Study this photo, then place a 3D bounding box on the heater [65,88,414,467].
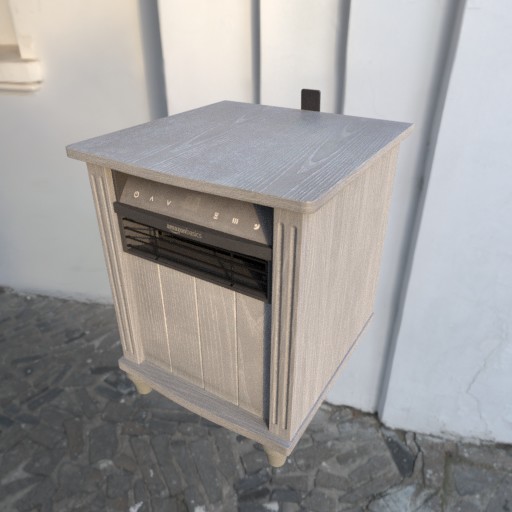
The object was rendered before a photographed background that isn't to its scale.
[{"bbox_3d":[0.000,0.000,0.744,0.362,0.481,0.400,17,34,27],"label":"heater"}]
